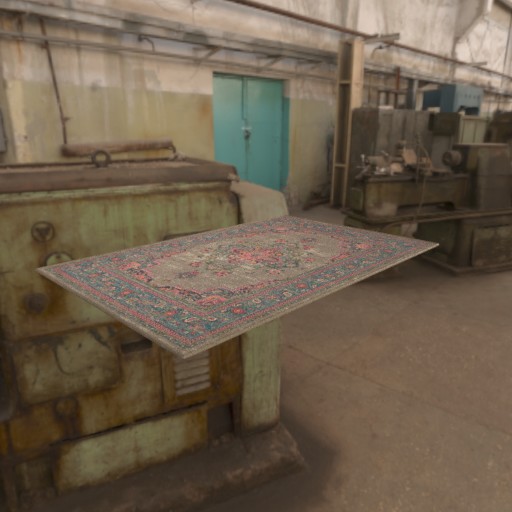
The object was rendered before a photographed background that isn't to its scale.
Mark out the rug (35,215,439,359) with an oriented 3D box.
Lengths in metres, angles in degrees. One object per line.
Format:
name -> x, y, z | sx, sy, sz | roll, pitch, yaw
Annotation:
rug -> 0.000, 0.000, 2.249 | 1.144, 0.014, 1.748 | 16, 23, 42
